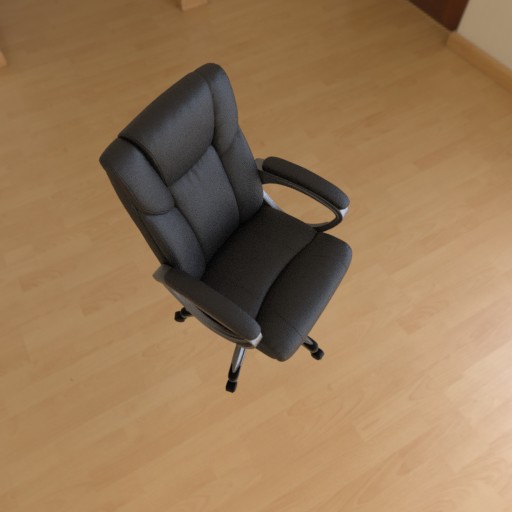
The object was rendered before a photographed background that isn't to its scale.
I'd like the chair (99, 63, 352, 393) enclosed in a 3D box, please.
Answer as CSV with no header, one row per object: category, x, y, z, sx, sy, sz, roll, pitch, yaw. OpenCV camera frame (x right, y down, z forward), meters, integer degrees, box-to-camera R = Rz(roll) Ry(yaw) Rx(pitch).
chair,0.000,0.000,1.631,0.719,1.130,0.721,30,63,17
